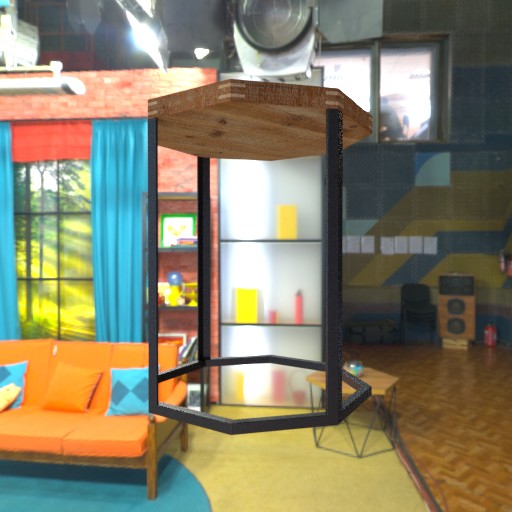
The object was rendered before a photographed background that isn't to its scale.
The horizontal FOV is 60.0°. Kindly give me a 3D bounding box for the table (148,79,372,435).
[{"bbox_3d":[0.000,0.000,0.900,0.458,0.543,0.458,0,1,-35],"label":"table"}]
